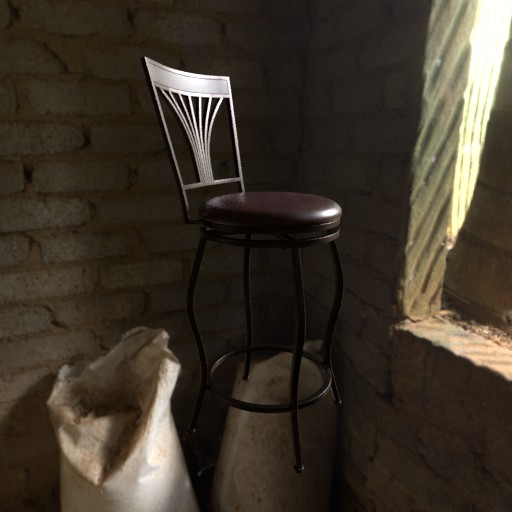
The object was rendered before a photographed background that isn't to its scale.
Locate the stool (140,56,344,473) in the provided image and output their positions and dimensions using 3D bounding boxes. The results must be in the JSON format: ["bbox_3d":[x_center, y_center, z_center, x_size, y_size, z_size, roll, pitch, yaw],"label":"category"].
[{"bbox_3d":[0.000,0.000,1.379,0.514,1.117,0.433,7,16,26],"label":"stool"}]
